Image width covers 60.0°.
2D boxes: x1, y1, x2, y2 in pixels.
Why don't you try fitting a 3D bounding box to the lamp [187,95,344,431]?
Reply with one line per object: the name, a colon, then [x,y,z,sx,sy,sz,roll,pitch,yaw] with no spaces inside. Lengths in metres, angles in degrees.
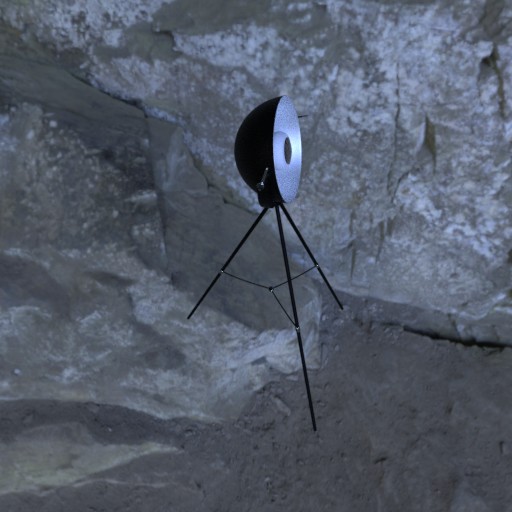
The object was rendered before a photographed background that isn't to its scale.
lamp: [0.000,0.000,2.043,0.920,1.512,0.817,11,47,10]
